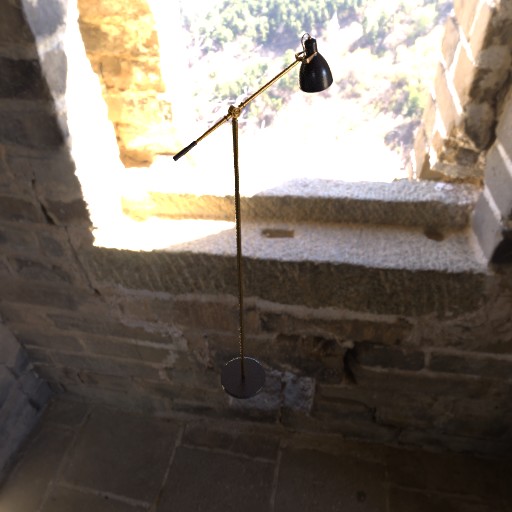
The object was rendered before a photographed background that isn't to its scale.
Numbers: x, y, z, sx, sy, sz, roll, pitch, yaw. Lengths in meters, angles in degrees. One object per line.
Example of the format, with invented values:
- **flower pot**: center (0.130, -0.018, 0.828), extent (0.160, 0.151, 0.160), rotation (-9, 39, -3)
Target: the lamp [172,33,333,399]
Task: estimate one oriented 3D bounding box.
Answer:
- **lamp**: center (0.000, 0.000, 1.817), extent (0.618, 1.628, 0.235), rotation (-26, 48, -26)
